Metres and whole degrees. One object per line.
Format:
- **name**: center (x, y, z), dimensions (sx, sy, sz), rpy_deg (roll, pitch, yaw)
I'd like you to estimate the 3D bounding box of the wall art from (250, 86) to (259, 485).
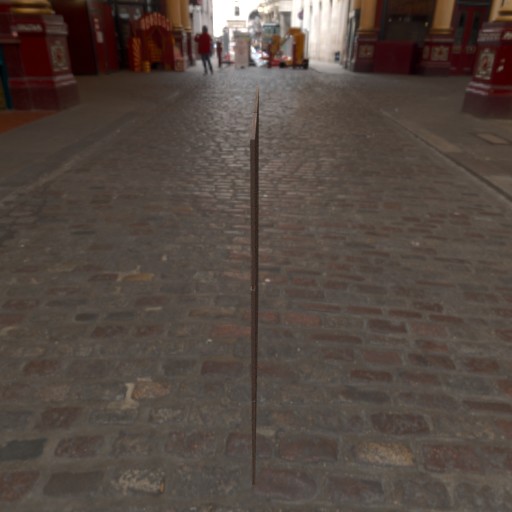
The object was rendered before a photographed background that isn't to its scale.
- **wall art**: center (0.000, 0.000, 2.324), dimensions (0.014, 1.525, 1.527), rpy_deg (0, 26, 1)
